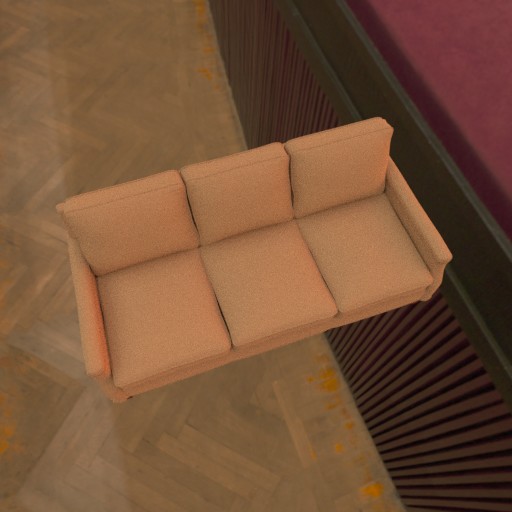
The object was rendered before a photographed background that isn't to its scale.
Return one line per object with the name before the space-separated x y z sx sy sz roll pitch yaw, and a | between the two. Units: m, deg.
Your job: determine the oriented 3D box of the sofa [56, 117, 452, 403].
sofa | 0.000 0.000 2.860 2.246 1.003 1.084 -17 64 -9
